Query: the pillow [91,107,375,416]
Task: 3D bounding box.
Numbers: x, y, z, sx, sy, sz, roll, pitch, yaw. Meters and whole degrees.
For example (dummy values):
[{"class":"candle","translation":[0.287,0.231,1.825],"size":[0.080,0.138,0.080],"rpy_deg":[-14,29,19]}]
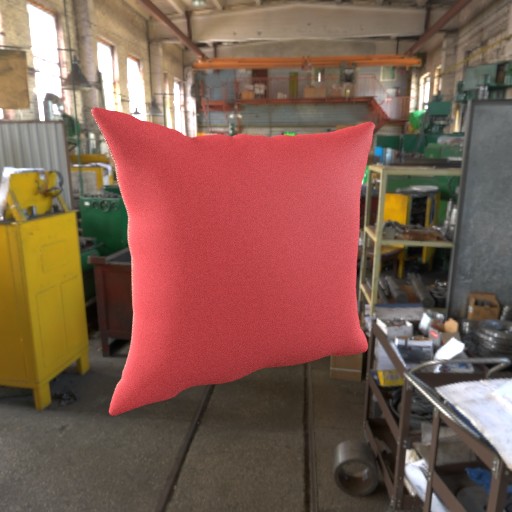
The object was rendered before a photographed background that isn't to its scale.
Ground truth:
[{"class":"pillow","translation":[0.000,0.000,0.819],"size":[0.559,0.501,0.229],"rpy_deg":[-7,15,-27]}]
